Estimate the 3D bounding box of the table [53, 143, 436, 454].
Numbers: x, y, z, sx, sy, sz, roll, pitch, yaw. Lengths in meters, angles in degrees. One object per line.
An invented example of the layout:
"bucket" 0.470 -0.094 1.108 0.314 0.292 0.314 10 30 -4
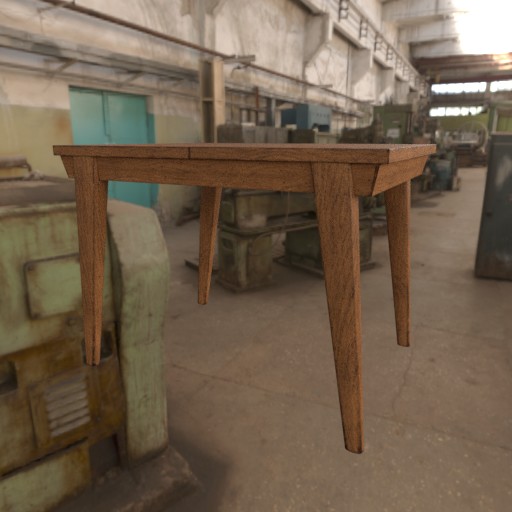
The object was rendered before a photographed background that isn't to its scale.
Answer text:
"table" 0.000 0.000 1.561 1.027 0.760 0.757 8 17 27
